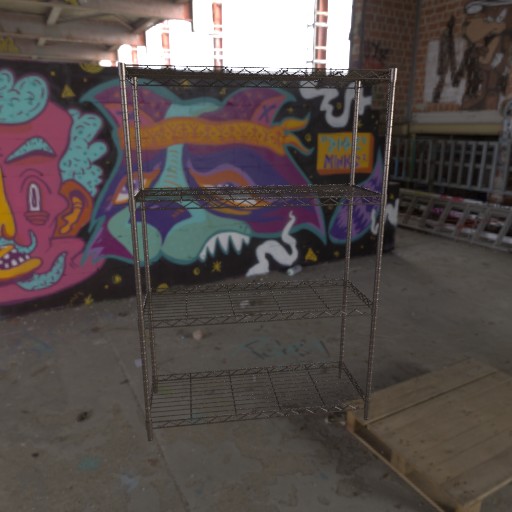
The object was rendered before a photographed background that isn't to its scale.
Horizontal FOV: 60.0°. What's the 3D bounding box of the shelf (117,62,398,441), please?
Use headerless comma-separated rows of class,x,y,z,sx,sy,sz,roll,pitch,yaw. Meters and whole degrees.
shelf,0.000,0.000,1.761,0.907,1.361,0.352,-2,16,-8
